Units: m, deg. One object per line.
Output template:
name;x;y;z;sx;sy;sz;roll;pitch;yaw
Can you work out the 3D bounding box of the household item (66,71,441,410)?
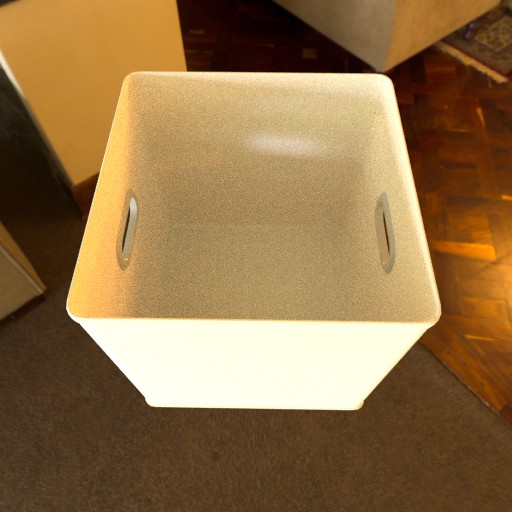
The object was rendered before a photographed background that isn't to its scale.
household item;0.000;0.000;0.554;0.305;0.305;0.305;1;59;0
